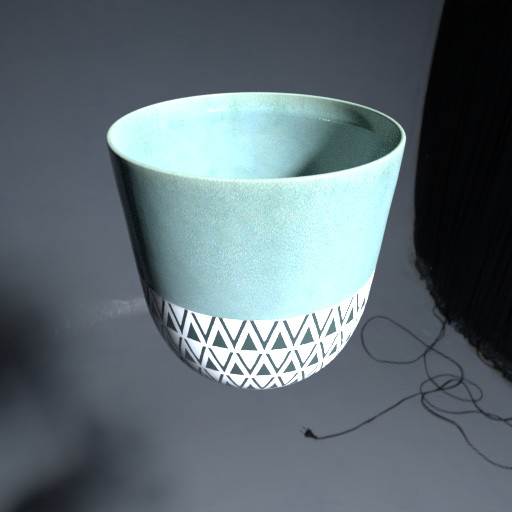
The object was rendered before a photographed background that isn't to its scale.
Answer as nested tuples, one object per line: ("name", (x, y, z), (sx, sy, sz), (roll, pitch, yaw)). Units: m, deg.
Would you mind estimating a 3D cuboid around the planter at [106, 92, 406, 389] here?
("planter", (0.000, 0.000, 0.361), (0.198, 0.214, 0.198), (0, 32, 0))
